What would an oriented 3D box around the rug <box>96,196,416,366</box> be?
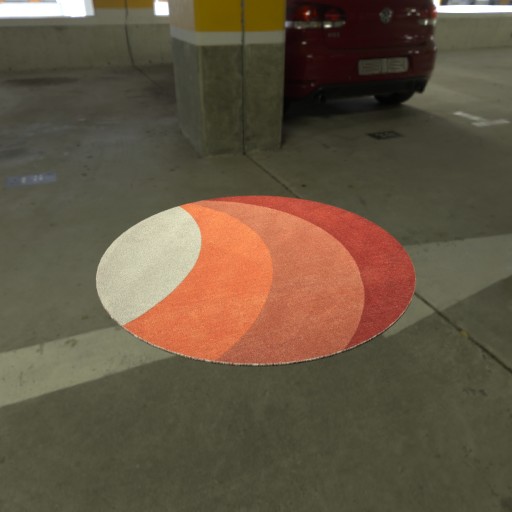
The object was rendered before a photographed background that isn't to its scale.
[{"bbox_3d":[0.000,0.000,2.197,1.514,0.015,1.514,0,30,0],"label":"rug"}]
